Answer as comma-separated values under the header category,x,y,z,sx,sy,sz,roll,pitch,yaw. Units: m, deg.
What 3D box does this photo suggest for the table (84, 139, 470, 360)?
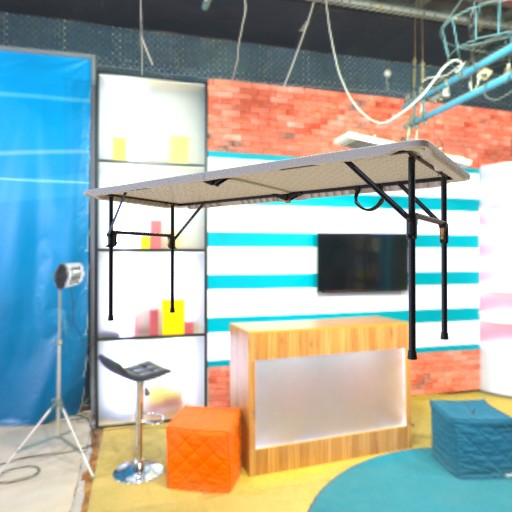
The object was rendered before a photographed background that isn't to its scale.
category,x,y,z,sx,sy,sz,roll,pitch,yaw
table,0.000,0.000,2.200,1.829,0.719,0.761,0,-1,36
